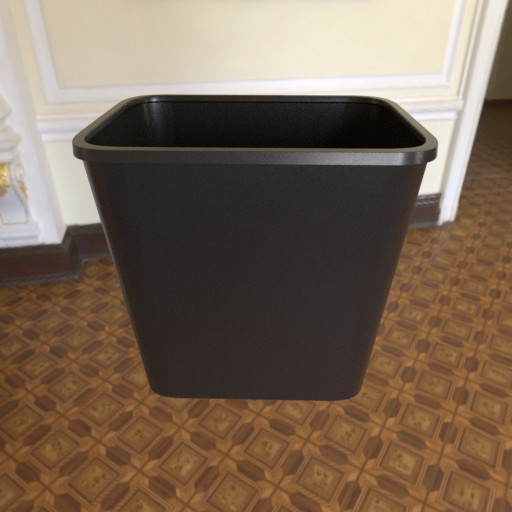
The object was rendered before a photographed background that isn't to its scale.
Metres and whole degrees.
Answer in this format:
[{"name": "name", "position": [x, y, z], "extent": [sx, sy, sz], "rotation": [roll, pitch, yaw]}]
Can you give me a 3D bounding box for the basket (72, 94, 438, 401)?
[{"name": "basket", "position": [0.000, 0.000, 0.499], "extent": [0.300, 0.307, 0.211], "rotation": [1, 31, 1]}]
